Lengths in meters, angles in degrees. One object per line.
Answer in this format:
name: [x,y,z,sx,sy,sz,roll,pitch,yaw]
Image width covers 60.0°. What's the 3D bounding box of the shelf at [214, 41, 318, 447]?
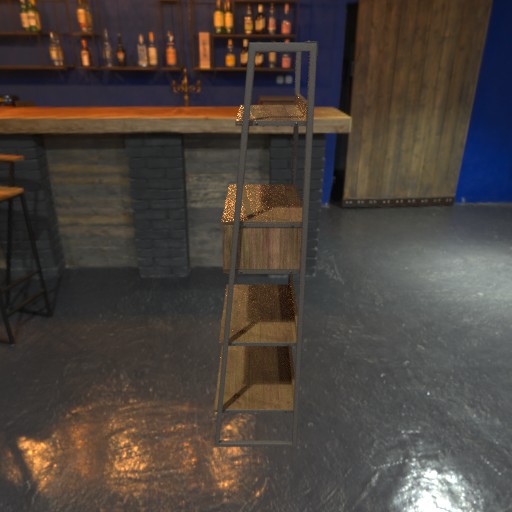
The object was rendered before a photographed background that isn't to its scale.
shelf: [0.000,0.000,2.313,0.454,2.005,0.652,0,24,0]
